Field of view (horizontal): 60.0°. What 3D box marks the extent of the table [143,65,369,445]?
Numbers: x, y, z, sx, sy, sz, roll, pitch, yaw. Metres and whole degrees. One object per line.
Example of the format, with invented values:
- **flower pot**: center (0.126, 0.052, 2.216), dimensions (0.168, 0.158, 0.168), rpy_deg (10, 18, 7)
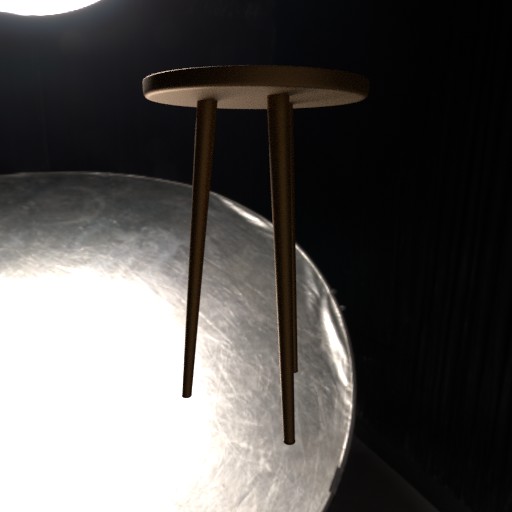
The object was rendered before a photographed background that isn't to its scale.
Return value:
- **table**: center (0.000, 0.000, 0.660), dimensions (0.299, 0.480, 0.299), rpy_deg (-7, 16, -26)
